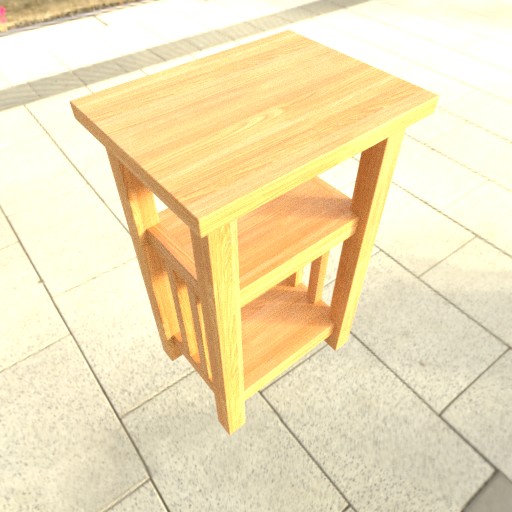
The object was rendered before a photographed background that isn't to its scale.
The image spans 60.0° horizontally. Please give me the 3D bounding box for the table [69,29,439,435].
[{"bbox_3d":[0.000,0.000,0.728,0.350,0.550,0.270,-31,54,-26],"label":"table"}]
